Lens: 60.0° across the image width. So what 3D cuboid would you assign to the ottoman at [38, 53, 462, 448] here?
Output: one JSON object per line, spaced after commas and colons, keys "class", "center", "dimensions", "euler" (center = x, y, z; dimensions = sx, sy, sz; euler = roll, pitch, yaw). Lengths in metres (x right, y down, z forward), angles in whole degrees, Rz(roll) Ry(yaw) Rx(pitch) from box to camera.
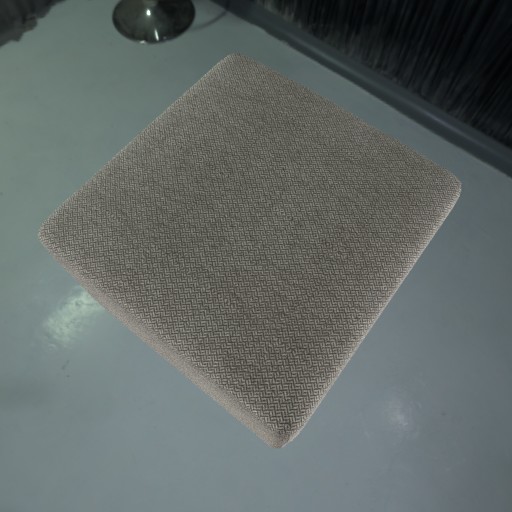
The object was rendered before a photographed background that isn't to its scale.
{"class": "ottoman", "center": [0.000, 0.000, 0.889], "dimensions": [0.512, 0.453, 0.519], "euler": [35, 70, 15]}
